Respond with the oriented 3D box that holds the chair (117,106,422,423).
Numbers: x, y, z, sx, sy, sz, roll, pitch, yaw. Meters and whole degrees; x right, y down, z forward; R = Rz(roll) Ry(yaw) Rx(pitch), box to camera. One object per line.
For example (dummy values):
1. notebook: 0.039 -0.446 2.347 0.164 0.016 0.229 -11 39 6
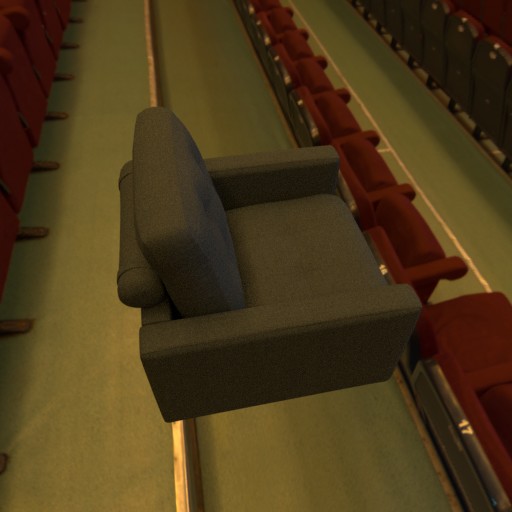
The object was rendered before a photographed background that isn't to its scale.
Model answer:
1. chair: 0.000 0.000 1.534 0.843 0.880 0.821 -8 48 -8
